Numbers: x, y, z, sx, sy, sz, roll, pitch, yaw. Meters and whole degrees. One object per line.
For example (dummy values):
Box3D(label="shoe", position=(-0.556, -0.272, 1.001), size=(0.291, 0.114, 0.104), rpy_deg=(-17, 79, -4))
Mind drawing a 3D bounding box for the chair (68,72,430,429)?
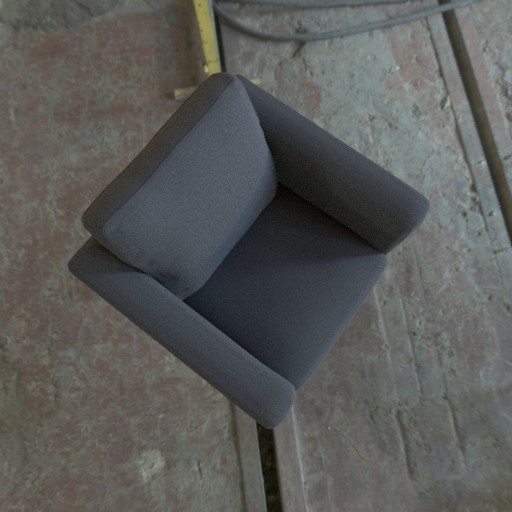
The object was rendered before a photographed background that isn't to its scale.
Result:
Box3D(label="chair", position=(0.000, 0.000, 1.562), size=(0.800, 0.927, 0.854), rpy_deg=(36, 78, 9))
